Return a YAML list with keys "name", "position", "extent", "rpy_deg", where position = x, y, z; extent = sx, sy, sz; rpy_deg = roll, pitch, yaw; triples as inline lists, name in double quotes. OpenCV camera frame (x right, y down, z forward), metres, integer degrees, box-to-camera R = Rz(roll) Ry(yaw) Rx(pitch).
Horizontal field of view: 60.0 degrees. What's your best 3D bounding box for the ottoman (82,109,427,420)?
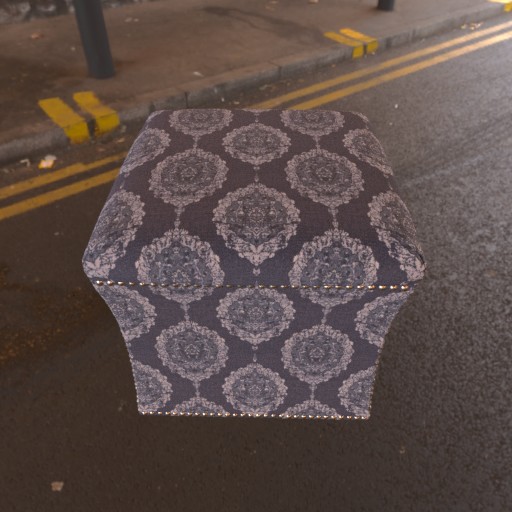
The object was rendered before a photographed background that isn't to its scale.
- name: "ottoman"
  position: [0.000, 0.000, 0.916]
  extent: [0.497, 0.475, 0.507]
  rpy_deg: [1, 41, 1]
